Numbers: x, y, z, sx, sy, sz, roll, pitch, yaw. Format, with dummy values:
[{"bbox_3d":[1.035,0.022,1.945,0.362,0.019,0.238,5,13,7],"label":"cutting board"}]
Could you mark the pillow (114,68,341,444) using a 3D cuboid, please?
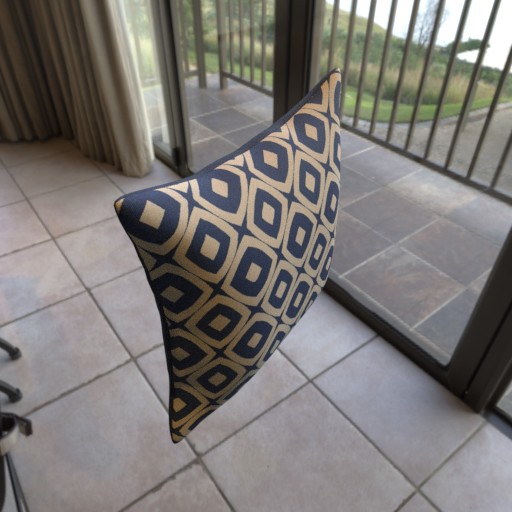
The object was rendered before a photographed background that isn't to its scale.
[{"bbox_3d":[0.000,0.000,0.760,0.188,0.494,0.504,24,46,25],"label":"pillow"}]
